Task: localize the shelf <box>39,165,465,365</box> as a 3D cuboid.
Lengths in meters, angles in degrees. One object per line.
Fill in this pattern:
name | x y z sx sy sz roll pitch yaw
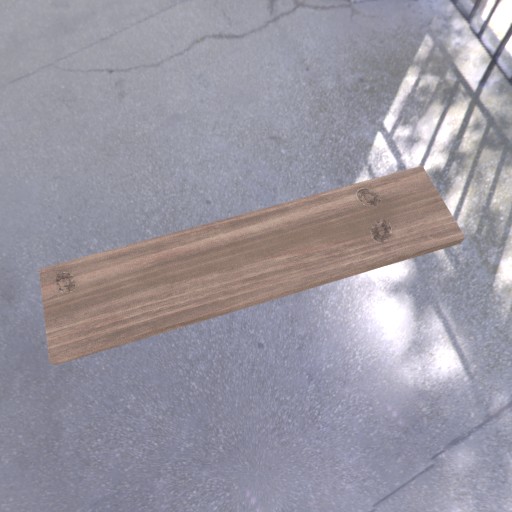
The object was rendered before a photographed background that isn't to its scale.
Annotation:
shelf | 0.000 0.000 0.656 0.610 0.020 0.140 -16 65 -8
